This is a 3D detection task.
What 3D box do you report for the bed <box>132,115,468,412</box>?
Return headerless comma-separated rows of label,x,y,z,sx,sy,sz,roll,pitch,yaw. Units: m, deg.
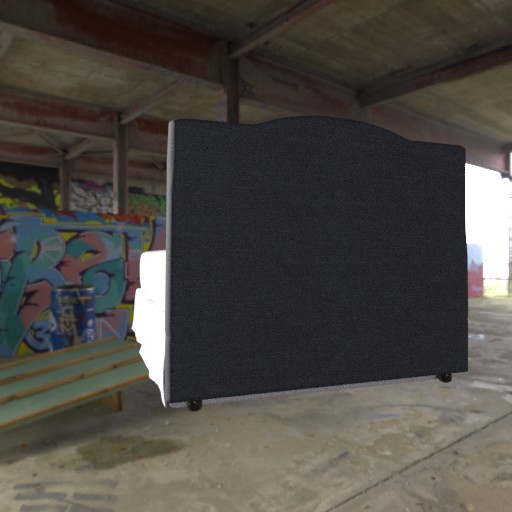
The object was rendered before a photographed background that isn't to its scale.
bed,0.000,0.000,3.440,1.747,1.441,2.507,0,0,-19
